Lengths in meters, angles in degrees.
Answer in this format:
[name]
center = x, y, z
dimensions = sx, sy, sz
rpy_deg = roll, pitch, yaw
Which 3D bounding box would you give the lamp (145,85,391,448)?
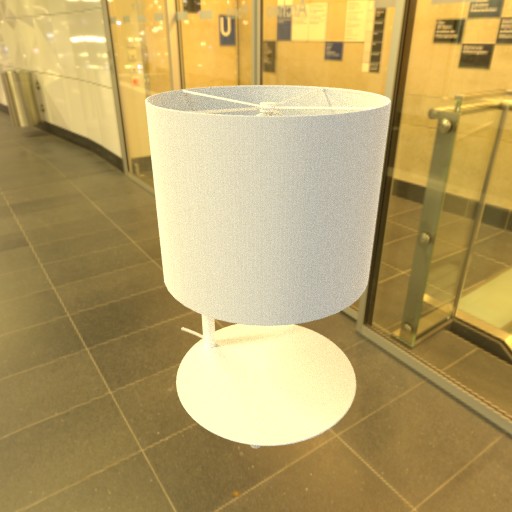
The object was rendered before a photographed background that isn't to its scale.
[lamp]
center = 0.000, 0.000, 0.664
dimensions = 0.341, 0.454, 0.299
rpy_deg = 18, 31, 32
